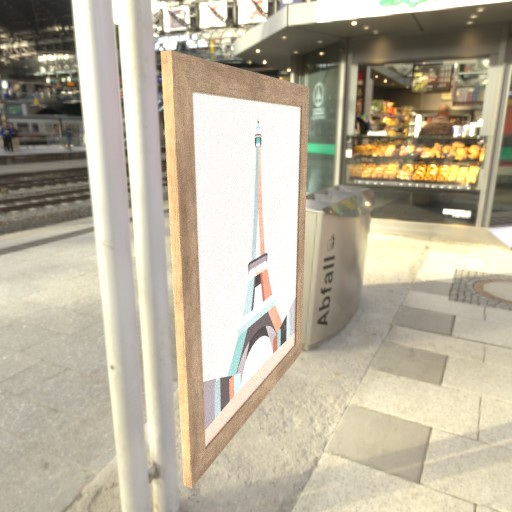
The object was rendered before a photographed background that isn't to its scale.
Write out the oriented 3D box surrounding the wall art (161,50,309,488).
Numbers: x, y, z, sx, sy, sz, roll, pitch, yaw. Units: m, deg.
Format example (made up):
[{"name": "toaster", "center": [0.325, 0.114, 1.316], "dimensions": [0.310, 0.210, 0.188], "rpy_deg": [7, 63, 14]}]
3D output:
[{"name": "wall art", "center": [0.000, 0.000, 0.898], "dimensions": [0.018, 0.686, 0.534], "rpy_deg": [7, 17, 25]}]
